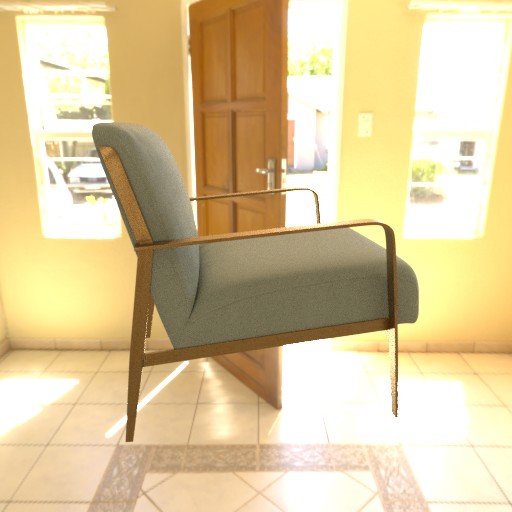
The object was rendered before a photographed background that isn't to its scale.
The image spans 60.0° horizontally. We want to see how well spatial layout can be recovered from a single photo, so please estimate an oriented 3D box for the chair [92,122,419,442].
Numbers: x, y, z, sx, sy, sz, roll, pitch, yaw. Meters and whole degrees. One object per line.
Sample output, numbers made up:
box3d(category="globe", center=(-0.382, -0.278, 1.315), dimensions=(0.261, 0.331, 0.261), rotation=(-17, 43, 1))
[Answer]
box3d(category="chair", center=(0.000, 0.000, 1.432), dimensions=(0.842, 0.824, 0.701), rotation=(-2, 16, -9))
